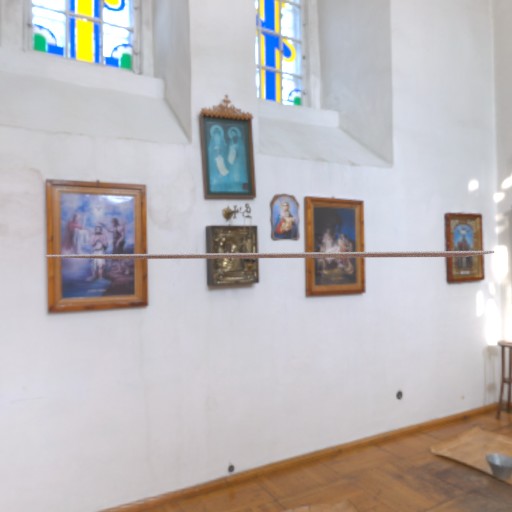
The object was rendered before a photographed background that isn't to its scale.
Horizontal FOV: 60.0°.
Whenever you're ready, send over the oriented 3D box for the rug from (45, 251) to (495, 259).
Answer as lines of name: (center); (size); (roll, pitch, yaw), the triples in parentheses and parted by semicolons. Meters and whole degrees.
rug: (0.000, 0.000, 2.503); (2.294, 0.011, 0.666); (0, -2, 16)
